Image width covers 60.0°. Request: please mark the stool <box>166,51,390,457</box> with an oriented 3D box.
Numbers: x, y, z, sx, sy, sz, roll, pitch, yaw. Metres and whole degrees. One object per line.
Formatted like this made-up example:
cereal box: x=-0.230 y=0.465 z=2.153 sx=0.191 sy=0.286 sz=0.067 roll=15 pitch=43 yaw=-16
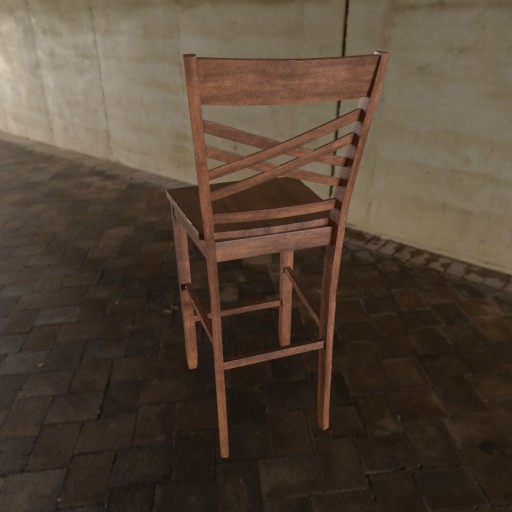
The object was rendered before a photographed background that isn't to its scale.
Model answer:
stool: x=0.000 y=0.000 z=1.303 sx=0.433 sy=1.105 sz=0.487 roll=-9 pitch=28 yaw=-17
